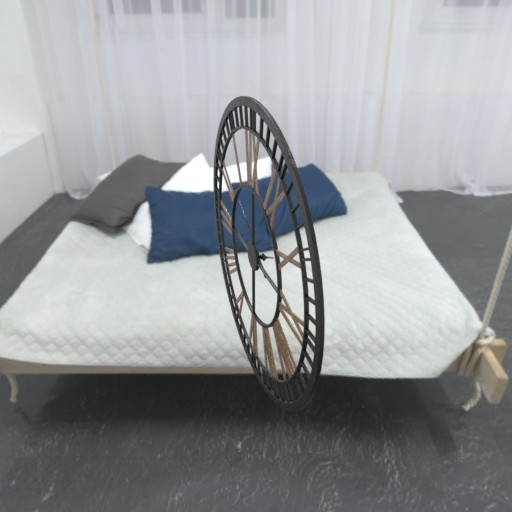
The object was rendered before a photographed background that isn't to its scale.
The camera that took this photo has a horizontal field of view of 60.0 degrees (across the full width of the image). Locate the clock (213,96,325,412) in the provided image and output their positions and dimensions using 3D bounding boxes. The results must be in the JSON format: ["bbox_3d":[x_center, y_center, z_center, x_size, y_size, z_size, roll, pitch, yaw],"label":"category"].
[{"bbox_3d":[0.000,0.000,1.238,0.025,0.843,0.843,-10,31,-17],"label":"clock"}]
